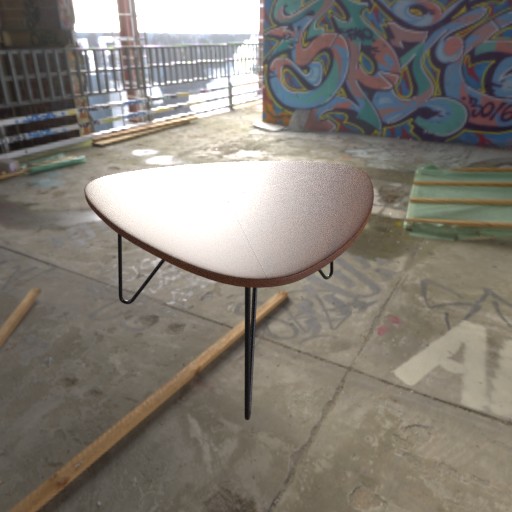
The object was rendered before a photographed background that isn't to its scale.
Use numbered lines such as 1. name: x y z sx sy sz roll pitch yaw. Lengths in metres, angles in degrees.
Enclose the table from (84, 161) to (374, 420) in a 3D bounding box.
1. table: 0.000 0.000 1.339 0.821 0.413 0.833 -21 33 -35
